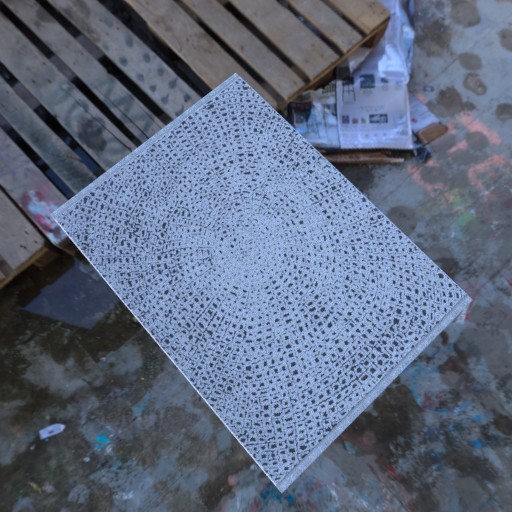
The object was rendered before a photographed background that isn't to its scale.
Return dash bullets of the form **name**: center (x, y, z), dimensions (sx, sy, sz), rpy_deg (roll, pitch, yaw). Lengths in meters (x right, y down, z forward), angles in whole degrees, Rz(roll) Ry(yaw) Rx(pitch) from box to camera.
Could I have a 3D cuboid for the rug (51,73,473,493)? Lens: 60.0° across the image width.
- **rug**: center (0.000, 0.000, 2.076), dimensions (1.190, 0.003, 1.634), rpy_deg (-41, 78, -10)
